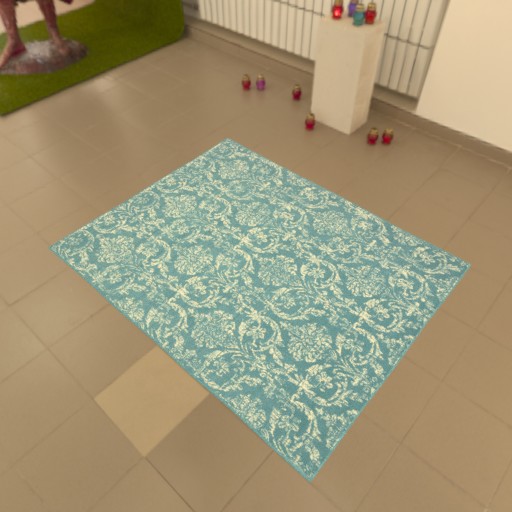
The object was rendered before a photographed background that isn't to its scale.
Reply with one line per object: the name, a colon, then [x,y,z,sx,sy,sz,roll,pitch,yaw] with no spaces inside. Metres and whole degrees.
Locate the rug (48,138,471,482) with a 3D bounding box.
rug: [0.000,0.000,3.975,2.980,0.012,2.363,33,56,26]
